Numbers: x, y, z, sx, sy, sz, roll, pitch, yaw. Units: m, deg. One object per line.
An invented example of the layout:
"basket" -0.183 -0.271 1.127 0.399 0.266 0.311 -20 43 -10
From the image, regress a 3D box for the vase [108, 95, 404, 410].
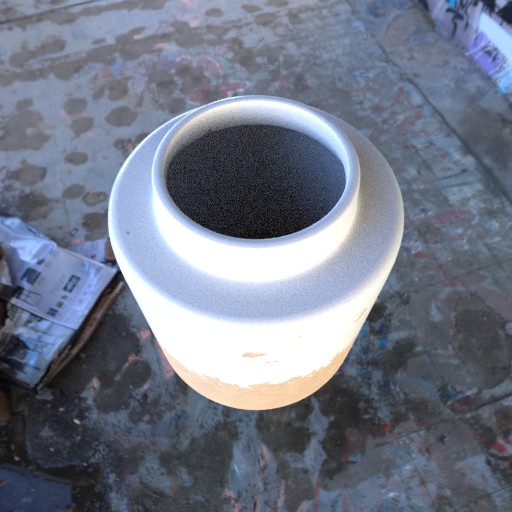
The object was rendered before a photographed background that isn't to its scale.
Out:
"vase" 0.000 0.000 0.278 0.153 0.167 0.153 0 58 0
